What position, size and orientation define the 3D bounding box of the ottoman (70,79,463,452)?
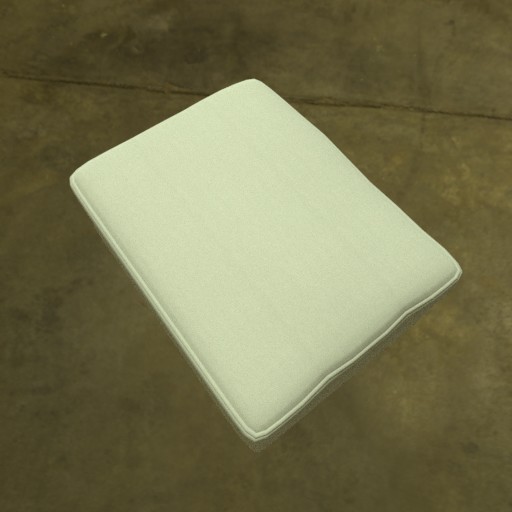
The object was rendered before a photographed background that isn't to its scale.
[{"bbox_3d":[0.000,0.000,1.243,0.634,0.496,0.818,-34,68,-16],"label":"ottoman"}]
